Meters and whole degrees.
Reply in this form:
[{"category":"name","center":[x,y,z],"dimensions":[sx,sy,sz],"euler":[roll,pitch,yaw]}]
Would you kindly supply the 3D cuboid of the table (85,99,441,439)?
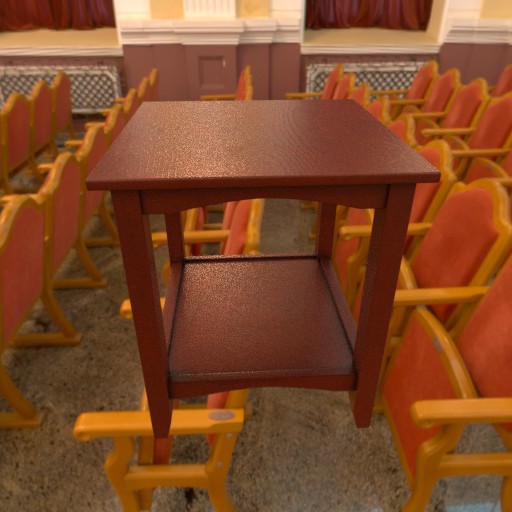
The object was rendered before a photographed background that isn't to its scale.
[{"category":"table","center":[0.000,0.000,0.976],"dimensions":[0.522,0.558,0.523],"euler":[-1,31,-1]}]
